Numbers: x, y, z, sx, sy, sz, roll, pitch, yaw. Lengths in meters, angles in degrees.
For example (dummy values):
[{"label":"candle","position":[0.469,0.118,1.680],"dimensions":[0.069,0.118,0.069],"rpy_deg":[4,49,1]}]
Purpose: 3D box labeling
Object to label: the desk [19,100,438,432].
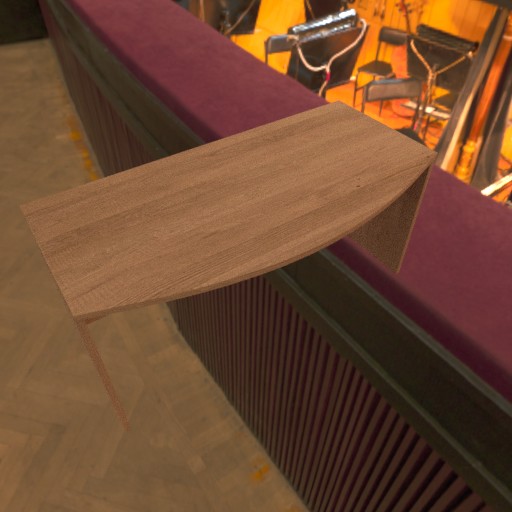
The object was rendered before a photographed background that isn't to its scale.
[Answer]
[{"label":"desk","position":[0.000,0.000,2.005],"dimensions":[1.600,0.752,0.802],"rpy_deg":[-25,49,-24]}]
